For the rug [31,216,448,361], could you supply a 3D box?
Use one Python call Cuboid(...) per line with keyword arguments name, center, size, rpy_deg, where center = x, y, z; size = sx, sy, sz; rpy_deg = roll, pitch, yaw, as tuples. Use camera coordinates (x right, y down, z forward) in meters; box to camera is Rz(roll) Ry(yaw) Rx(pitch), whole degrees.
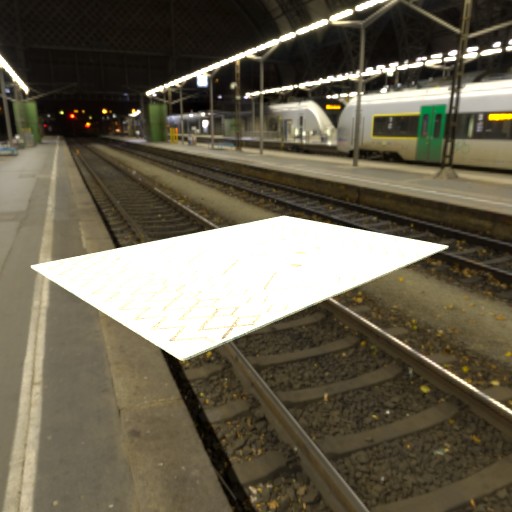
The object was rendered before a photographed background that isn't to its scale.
Cuboid(name="rug", center=(0.000, 0.000, 2.320), size=(1.820, 0.009, 1.260), rpy_deg=(-15, 22, -42))
